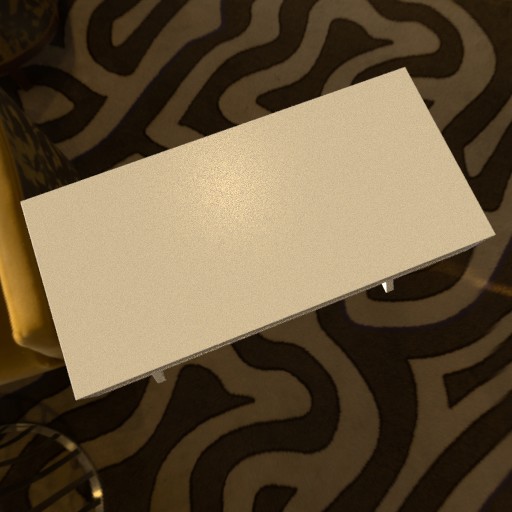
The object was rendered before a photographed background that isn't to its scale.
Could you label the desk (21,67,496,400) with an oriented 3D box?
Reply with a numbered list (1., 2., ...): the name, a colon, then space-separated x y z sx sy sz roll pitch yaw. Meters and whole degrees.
1. desk: 0.000 0.000 1.468 1.059 0.780 0.509 -21 77 -5
